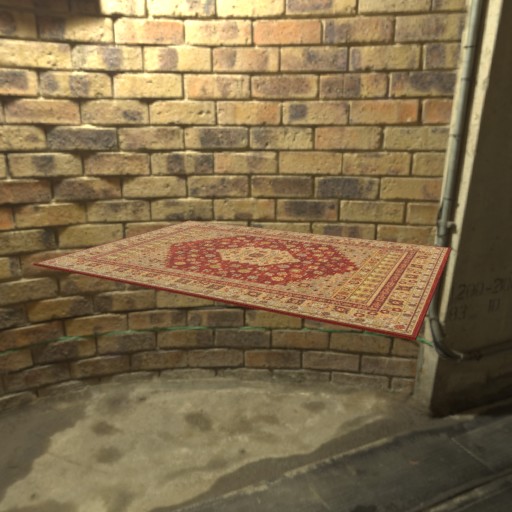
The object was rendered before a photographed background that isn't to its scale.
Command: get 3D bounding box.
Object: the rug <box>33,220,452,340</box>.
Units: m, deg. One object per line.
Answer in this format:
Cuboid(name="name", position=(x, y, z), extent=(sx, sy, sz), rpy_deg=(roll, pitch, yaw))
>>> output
Cuboid(name="rug", position=(0.000, 0.000, 2.866), extent=(2.211, 0.013, 1.593), rpy_deg=(8, 17, 27))
